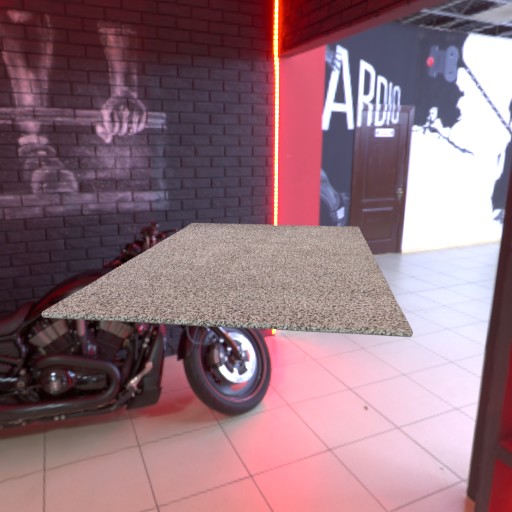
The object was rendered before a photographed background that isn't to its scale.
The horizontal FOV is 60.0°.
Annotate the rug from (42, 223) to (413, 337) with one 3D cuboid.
[{"bbox_3d":[0.000,0.000,3.387,1.778,0.030,2.743,2,14,8],"label":"rug"}]
